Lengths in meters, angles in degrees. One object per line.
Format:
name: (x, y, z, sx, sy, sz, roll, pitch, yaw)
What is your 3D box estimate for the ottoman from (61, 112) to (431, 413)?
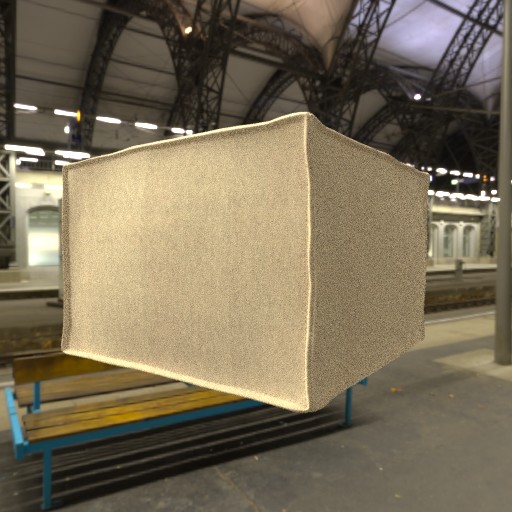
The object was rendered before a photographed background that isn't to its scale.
ottoman: (0.000, 0.000, 1.118, 0.707, 0.470, 0.696, 1, 2, 36)
